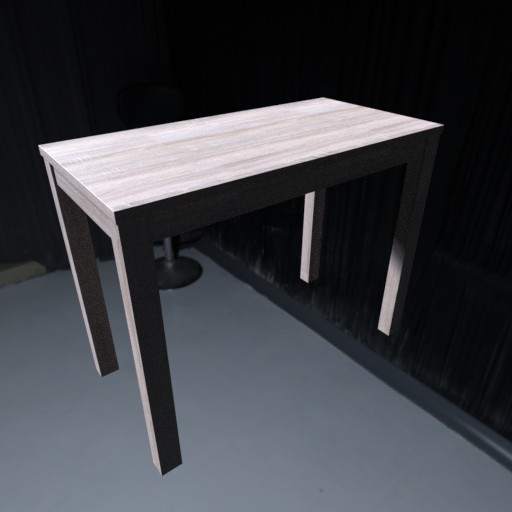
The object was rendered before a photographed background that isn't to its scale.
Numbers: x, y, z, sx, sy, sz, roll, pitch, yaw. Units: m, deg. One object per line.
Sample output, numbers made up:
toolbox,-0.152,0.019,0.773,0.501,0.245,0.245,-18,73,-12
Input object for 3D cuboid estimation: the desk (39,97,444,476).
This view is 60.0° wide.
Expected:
desk,0.000,0.000,1.389,0.991,0.762,0.495,-21,36,-31
